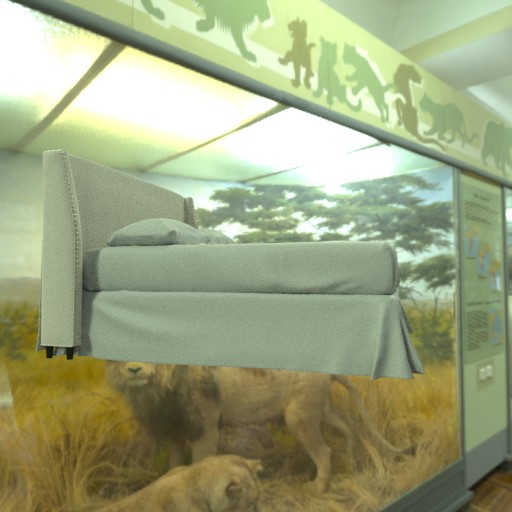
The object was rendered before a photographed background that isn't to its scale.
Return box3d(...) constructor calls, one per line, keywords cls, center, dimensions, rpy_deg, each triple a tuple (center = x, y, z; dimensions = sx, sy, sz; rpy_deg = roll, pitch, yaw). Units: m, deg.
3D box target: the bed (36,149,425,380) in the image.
box3d(cls="bed", center=(0.000, 0.000, 3.345), dimensions=(2.276, 1.332, 1.925), rpy_deg=(-1, -2, 18))
